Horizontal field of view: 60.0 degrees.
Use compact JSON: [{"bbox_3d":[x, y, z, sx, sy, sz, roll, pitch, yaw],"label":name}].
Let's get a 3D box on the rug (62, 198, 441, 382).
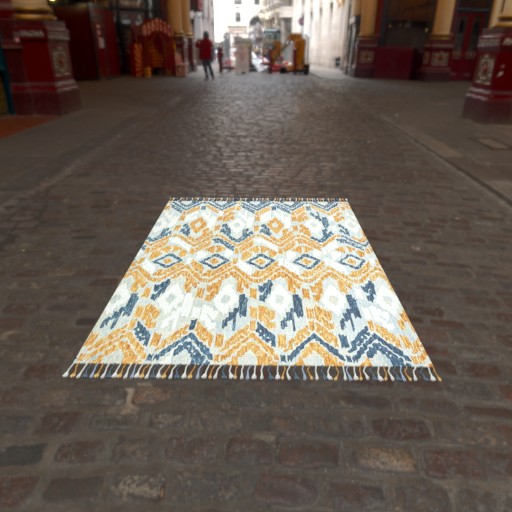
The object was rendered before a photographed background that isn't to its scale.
[{"bbox_3d":[0.000,0.000,2.245,1.230,0.008,1.827,0,26,1],"label":"rug"}]
